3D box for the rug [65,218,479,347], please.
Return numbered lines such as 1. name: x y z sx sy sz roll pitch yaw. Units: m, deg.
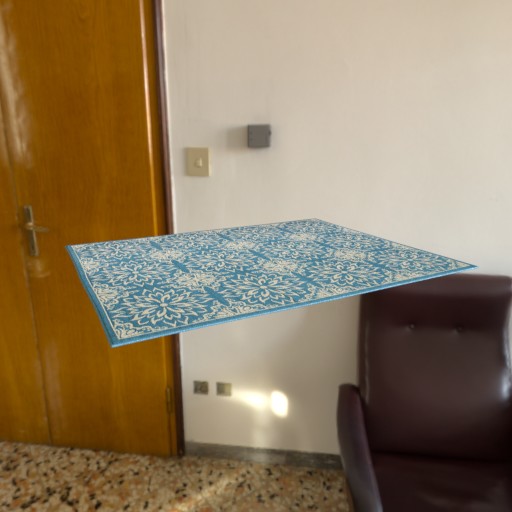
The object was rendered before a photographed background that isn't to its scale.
1. rug: 0.000 0.000 3.980 2.964 0.018 2.350 -8 18 -27
